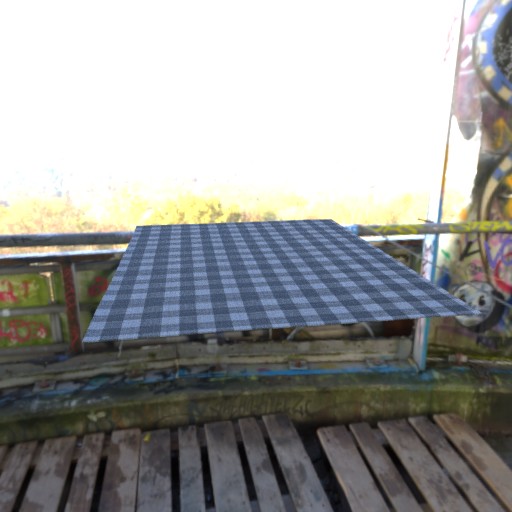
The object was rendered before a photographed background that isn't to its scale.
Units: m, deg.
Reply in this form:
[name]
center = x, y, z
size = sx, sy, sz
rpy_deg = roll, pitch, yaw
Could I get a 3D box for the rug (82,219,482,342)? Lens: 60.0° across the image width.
[rug]
center = 0.000, 0.000, 4.067
size = 2.432, 0.013, 3.021
rpy_deg = -3, 17, -9
